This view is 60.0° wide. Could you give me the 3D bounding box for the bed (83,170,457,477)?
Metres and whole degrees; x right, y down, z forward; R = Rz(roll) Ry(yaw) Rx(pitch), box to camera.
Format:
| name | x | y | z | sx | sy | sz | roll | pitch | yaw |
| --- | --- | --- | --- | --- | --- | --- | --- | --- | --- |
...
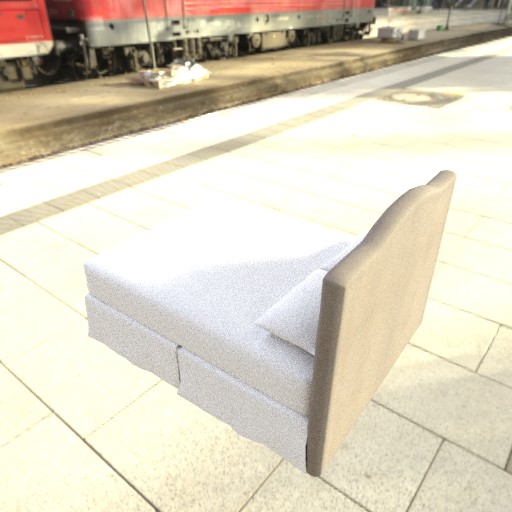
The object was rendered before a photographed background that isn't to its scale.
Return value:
| name | x | y | z | sx | sy | sz | roll | pitch | yaw |
| --- | --- | --- | --- | --- | --- | --- | --- | --- | --- |
| bed | 0.000 | 0.000 | 3.251 | 2.128 | 1.441 | 1.744 | 21 | 36 | 31 |
